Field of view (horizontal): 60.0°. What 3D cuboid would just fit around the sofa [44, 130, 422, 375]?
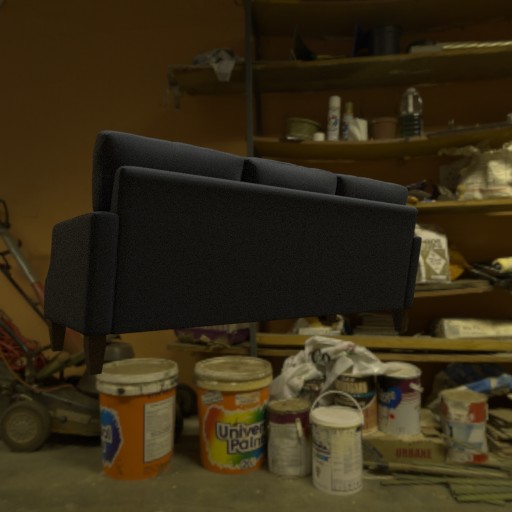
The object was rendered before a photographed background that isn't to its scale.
[{"bbox_3d":[0.000,0.000,2.583,2.115,0.984,0.888,1,-2,-37],"label":"sofa"}]
